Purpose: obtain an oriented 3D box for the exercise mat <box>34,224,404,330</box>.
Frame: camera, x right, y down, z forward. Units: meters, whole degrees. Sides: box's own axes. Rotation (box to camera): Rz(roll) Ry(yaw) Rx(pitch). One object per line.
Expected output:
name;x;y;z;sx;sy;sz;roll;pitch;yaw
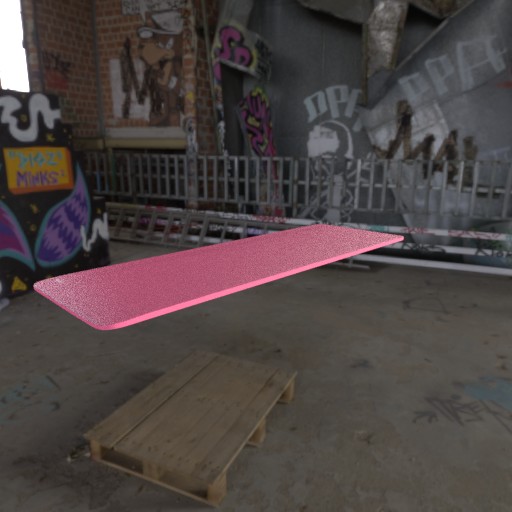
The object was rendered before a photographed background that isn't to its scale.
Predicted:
exercise mat;0.000;0.000;2.147;0.616;0.021;1.884;14;20;43
